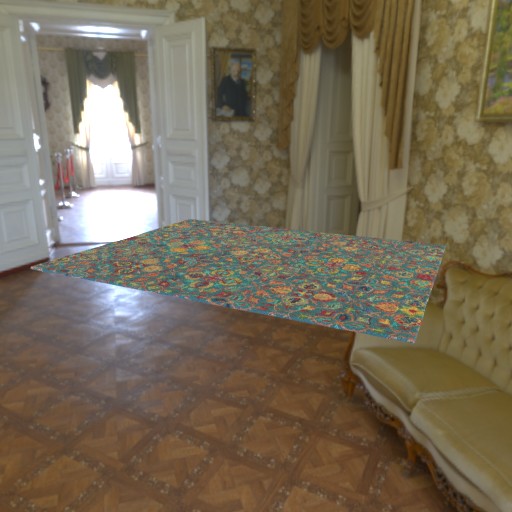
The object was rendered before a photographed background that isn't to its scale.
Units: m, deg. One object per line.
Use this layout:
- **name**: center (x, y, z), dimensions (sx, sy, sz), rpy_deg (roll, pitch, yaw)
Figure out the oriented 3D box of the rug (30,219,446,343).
- **rug**: center (0.000, 0.000, 4.236), dimensions (3.204, 0.025, 2.434), rpy_deg (8, 18, 25)
